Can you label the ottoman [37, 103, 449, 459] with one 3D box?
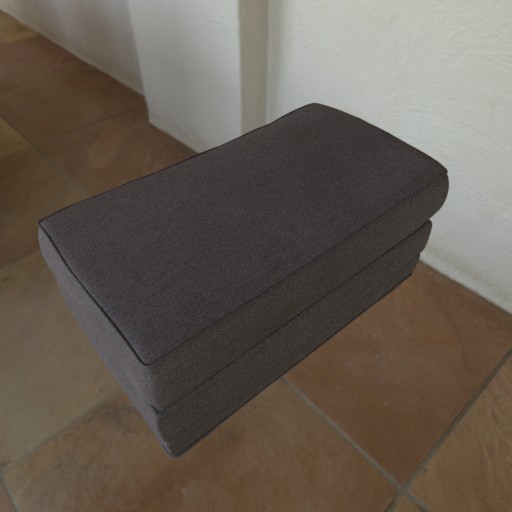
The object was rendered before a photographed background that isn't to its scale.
[{"bbox_3d":[0.000,0.000,1.120,0.864,0.448,0.490,-31,53,-27],"label":"ottoman"}]
